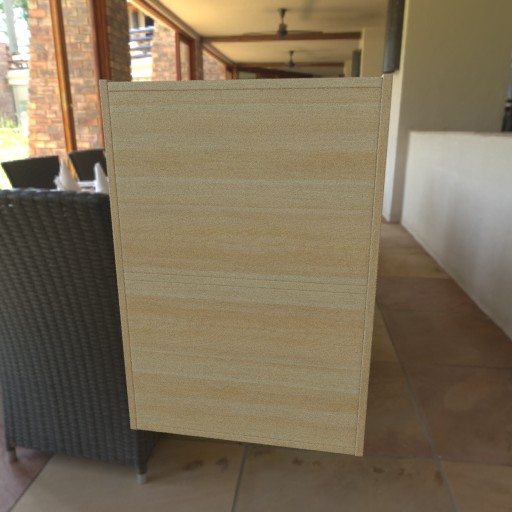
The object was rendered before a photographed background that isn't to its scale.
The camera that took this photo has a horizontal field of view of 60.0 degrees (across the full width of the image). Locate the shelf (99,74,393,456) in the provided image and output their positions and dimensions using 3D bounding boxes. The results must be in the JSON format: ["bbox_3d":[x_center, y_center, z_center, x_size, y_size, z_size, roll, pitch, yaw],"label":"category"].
[{"bbox_3d":[0.000,0.000,0.826,0.414,0.592,0.290,3,16,10],"label":"shelf"}]
